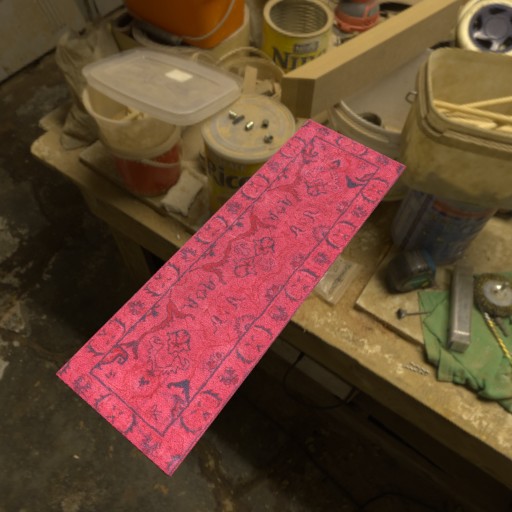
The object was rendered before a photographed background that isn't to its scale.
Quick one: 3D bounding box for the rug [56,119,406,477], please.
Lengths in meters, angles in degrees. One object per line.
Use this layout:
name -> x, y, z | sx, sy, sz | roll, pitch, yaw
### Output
rug -> 0.000, 0.000, 2.717 | 0.813, 0.018, 2.439 | 32, 63, 18
